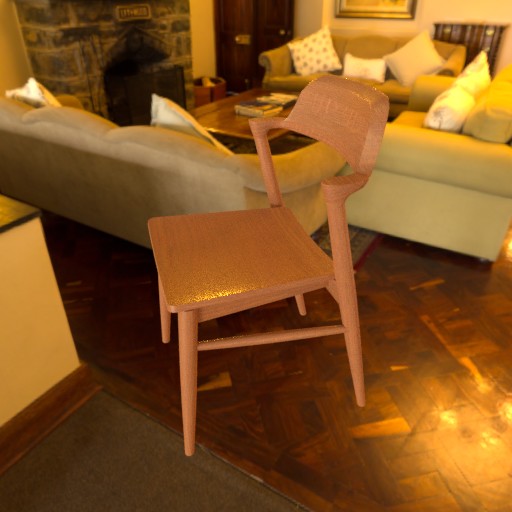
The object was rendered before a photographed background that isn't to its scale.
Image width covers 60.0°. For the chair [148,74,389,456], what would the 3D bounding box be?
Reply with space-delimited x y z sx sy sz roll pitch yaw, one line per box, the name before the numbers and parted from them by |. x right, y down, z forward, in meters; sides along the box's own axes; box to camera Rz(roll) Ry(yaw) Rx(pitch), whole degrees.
chair | 0.000 0.000 1.118 0.499 0.801 0.496 -9 33 -15
